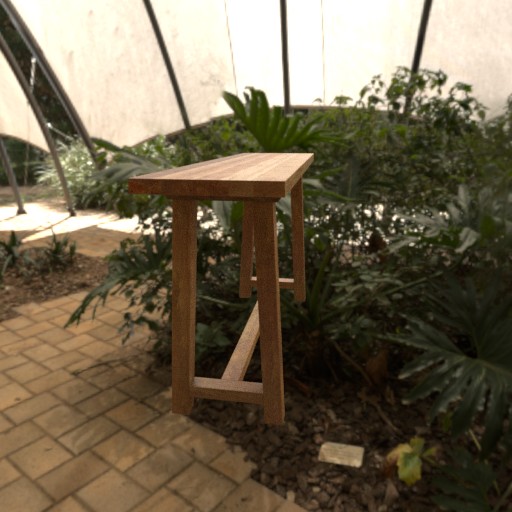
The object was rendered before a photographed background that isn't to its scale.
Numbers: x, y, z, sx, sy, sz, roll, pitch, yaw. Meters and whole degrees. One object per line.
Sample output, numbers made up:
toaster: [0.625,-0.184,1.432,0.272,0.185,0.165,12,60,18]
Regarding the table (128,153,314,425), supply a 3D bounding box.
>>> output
table: [0.000,0.000,1.934,0.405,0.810,1.524,3,16,9]
